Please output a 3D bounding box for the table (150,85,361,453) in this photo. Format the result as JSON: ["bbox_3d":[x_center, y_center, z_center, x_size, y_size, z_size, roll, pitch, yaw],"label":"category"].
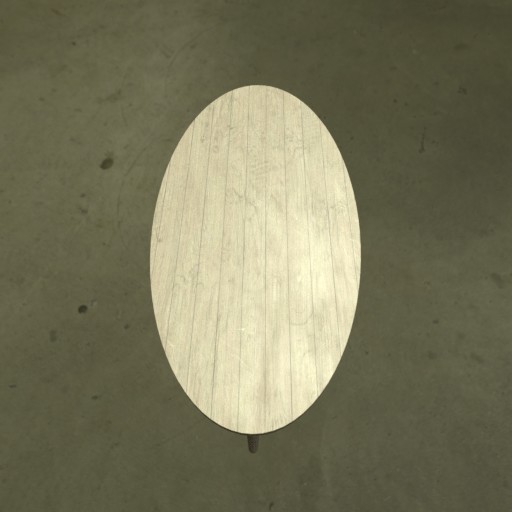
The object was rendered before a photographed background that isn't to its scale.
[{"bbox_3d":[0.000,0.000,1.338,0.542,0.390,1.083,1,58,0],"label":"table"}]
